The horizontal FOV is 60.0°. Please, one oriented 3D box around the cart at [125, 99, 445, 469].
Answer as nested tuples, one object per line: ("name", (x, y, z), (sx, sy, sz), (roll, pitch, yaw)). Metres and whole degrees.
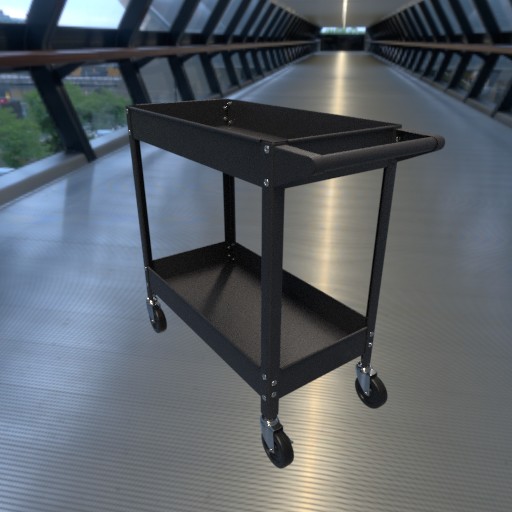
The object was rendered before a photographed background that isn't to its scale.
("cart", (0.000, 0.000, 1.179), (0.366, 0.719, 0.779), (-17, 30, -32))
